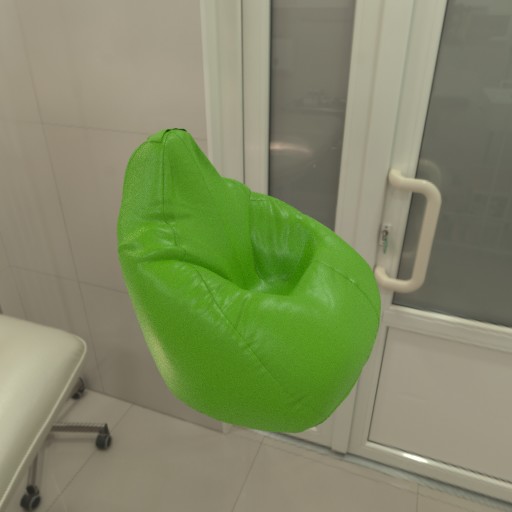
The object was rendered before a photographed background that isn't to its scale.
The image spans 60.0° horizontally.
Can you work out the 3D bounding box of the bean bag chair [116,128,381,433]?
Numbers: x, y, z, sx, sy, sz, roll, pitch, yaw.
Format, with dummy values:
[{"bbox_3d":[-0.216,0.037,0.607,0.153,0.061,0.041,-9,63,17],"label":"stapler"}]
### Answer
[{"bbox_3d":[0.000,0.000,1.857,1.070,0.990,1.070,10,31,18],"label":"bean bag chair"}]
